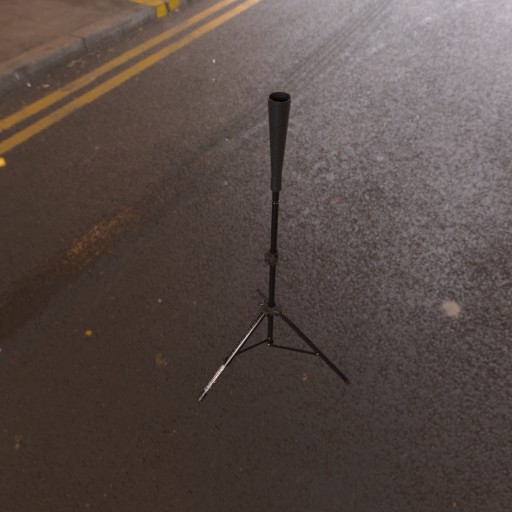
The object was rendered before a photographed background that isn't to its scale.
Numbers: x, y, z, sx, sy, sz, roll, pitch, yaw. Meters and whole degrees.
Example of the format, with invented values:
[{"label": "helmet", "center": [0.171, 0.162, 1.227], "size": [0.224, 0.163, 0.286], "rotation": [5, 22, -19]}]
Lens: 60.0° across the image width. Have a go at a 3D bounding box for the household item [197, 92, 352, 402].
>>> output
[{"label": "household item", "center": [0.000, 0.000, 1.394], "size": [0.559, 1.067, 0.559], "rotation": [-16, 48, -15]}]
